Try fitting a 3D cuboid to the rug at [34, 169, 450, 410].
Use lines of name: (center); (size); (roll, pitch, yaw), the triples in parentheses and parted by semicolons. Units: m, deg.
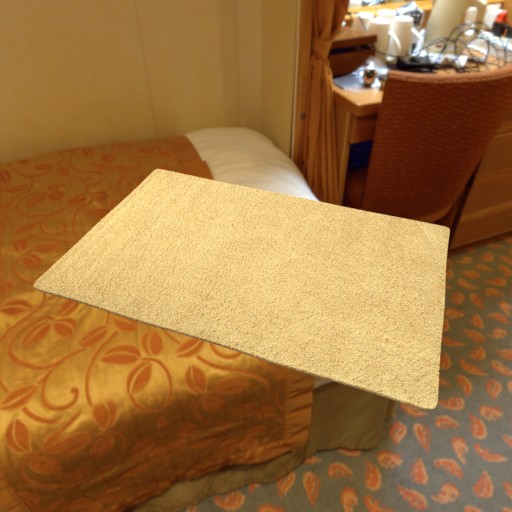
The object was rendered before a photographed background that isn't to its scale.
rug: (0.000, 0.000, 2.896); (2.349, 0.025, 1.500); (14, 43, 15)
